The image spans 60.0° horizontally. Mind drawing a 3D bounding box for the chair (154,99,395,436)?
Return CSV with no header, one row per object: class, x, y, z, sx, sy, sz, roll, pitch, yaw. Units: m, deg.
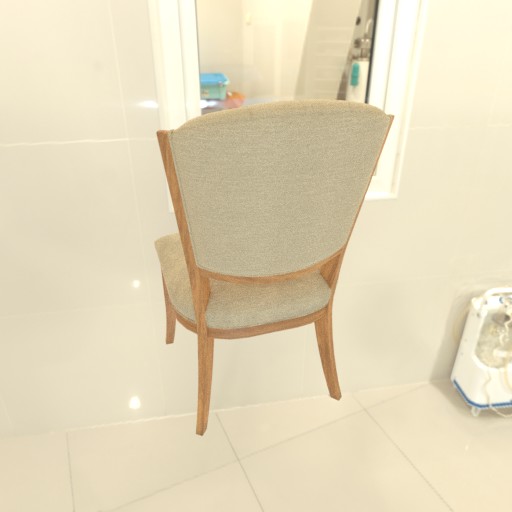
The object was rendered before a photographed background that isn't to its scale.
chair,0.000,0.000,1.231,0.513,0.905,0.584,-9,30,-16
